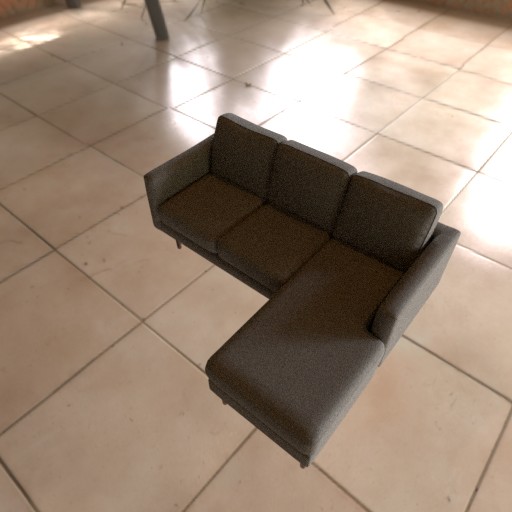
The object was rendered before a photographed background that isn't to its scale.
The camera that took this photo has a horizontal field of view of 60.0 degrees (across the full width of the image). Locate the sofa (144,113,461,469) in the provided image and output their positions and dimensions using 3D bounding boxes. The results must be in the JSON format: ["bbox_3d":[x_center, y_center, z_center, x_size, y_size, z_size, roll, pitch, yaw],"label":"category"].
[{"bbox_3d":[0.000,0.000,2.988,2.055,0.957,1.667,31,53,26],"label":"sofa"}]
